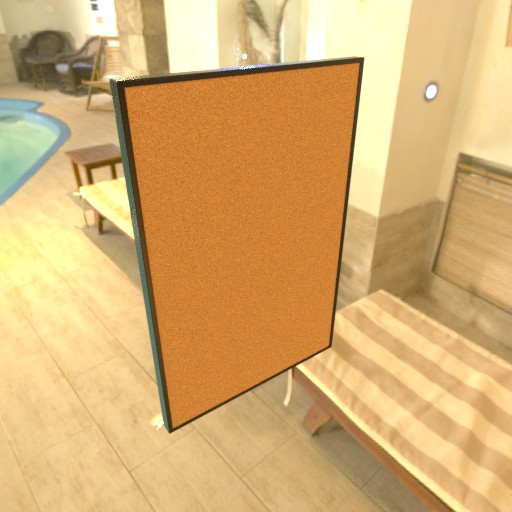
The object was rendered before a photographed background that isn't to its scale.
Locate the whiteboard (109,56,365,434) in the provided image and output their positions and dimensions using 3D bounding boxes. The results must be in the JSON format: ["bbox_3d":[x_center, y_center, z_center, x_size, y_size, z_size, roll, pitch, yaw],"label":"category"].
[{"bbox_3d":[0.000,0.000,0.769,0.406,0.611,0.026,-20,36,-30],"label":"whiteboard"}]
